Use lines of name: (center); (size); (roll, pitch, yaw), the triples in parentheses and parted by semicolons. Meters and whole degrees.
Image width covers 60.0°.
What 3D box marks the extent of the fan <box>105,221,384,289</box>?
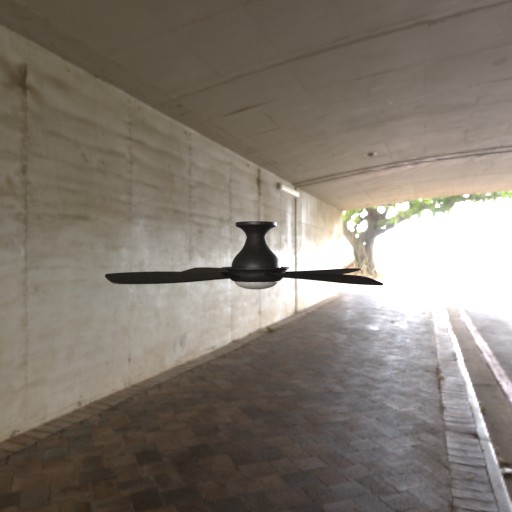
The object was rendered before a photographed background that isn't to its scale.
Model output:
fan: (0.000, 0.000, 2.537); (1.694, 0.382, 1.694); (0, 0, -36)
